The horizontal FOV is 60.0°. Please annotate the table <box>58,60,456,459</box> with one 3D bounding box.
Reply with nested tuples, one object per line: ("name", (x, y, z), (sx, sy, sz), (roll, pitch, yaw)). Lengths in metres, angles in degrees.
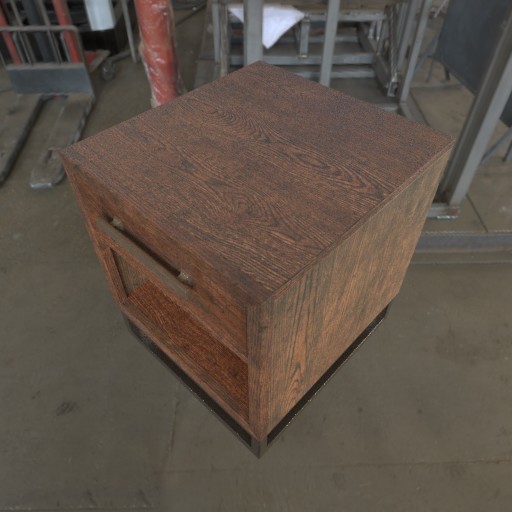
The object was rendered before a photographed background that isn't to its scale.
("table", (0.000, 0.000, 1.024), (0.506, 0.582, 0.566), (34, 55, 28))
